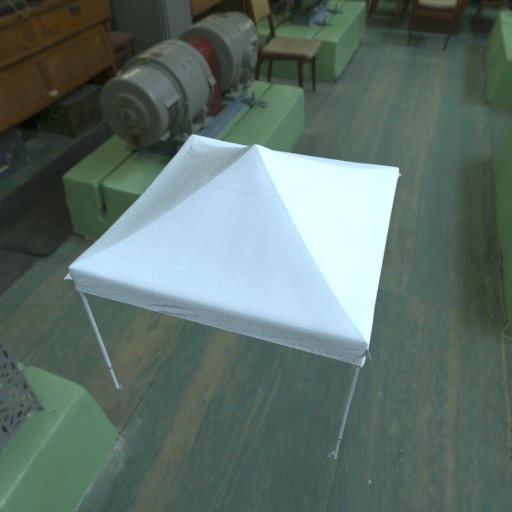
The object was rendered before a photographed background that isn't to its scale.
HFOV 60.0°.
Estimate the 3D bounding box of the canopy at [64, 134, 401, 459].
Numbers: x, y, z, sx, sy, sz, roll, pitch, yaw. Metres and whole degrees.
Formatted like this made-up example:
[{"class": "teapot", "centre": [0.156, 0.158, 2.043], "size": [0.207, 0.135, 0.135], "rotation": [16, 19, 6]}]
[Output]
[{"class": "canopy", "centre": [0.000, 0.000, 5.438], "size": [2.996, 2.998, 2.994], "rotation": [12, 44, 13]}]
